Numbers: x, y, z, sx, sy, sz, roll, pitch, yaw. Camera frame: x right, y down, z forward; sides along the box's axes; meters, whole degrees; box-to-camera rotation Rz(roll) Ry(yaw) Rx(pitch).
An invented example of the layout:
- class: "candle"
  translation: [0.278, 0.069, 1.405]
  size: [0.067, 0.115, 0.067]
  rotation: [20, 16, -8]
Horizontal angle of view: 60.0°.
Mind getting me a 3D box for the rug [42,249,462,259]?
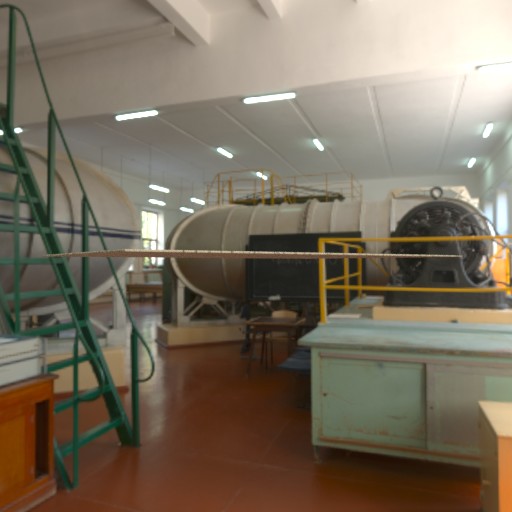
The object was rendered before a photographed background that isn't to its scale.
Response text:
- class: "rug"
  translation: [0.000, 0.000, 2.308]
  size: [1.827, 0.007, 1.211]
  rotation: [1, -1, -36]
